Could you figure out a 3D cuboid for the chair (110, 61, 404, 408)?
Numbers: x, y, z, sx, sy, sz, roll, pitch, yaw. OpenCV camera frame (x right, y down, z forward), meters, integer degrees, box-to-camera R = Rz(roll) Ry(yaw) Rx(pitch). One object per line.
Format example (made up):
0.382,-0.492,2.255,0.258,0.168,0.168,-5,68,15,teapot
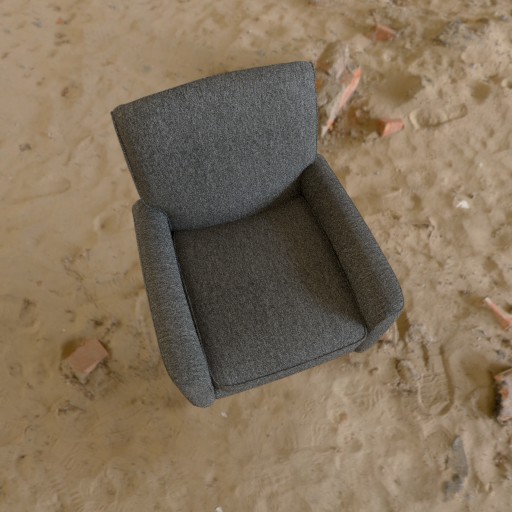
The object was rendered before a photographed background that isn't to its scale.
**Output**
0.000,0.000,1.668,0.848,1.014,0.864,-17,65,-8,chair
